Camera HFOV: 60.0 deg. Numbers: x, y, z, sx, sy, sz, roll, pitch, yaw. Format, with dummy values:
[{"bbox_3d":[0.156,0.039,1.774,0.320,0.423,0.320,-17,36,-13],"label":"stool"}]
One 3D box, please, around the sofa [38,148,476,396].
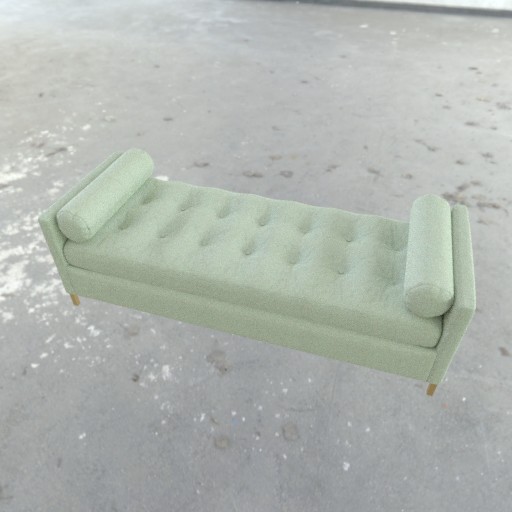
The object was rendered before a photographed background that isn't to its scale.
[{"bbox_3d":[0.000,0.000,2.461,2.102,0.705,0.796,11,42,13],"label":"sofa"}]
